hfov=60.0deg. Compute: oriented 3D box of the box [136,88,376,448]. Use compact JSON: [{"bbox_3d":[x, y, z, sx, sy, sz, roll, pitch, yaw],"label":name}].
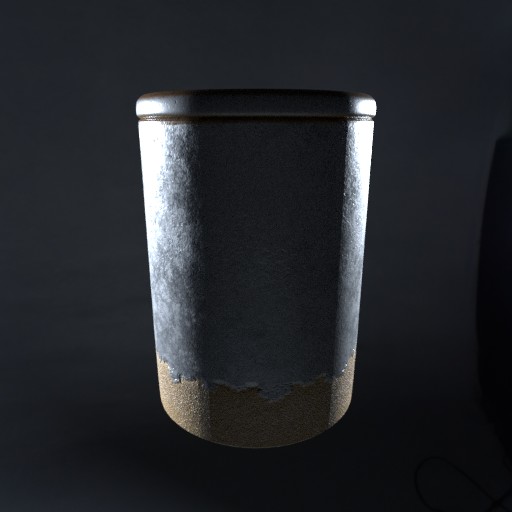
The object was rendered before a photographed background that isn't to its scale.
[{"bbox_3d":[0.000,0.000,0.247,0.118,0.168,0.118,0,17,0],"label":"box"}]
